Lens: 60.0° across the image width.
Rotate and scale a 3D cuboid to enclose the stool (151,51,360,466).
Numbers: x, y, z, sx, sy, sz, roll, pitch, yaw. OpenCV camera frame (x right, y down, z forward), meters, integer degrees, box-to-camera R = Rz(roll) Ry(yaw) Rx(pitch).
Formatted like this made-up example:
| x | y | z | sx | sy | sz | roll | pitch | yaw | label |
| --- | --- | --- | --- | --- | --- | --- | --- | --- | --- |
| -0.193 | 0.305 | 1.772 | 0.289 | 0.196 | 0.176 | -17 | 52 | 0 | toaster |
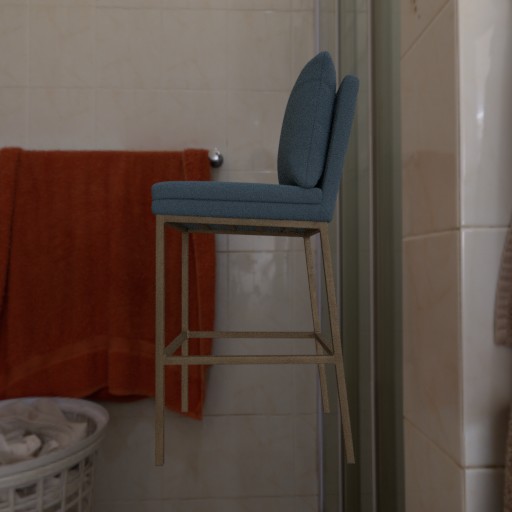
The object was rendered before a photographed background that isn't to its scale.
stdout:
| x | y | z | sx | sy | sz | roll | pitch | yaw | label |
| --- | --- | --- | --- | --- | --- | --- | --- | --- | --- |
| 0.000 | 0.000 | 1.410 | 0.568 | 1.124 | 0.463 | 0 | -1 | 0 | stool |
